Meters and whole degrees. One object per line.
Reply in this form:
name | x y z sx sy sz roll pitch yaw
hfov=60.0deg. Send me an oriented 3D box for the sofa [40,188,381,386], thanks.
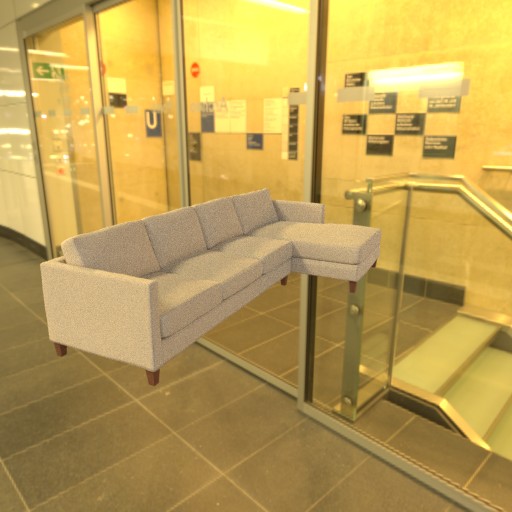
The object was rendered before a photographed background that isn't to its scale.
sofa | 0.000 0.000 4.004 1.625 0.861 3.186 8 18 26
